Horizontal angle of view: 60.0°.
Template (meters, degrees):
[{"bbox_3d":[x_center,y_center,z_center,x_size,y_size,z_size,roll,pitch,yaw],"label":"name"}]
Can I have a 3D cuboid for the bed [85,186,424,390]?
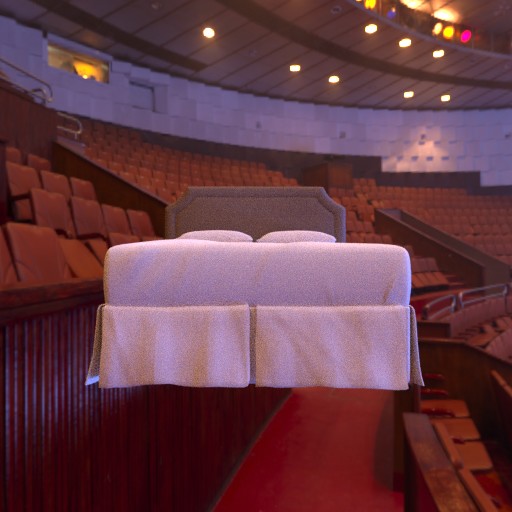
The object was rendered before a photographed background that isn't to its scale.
[{"bbox_3d":[0.000,0.000,3.138,1.693,1.290,2.116,0,0,0],"label":"bed"}]
